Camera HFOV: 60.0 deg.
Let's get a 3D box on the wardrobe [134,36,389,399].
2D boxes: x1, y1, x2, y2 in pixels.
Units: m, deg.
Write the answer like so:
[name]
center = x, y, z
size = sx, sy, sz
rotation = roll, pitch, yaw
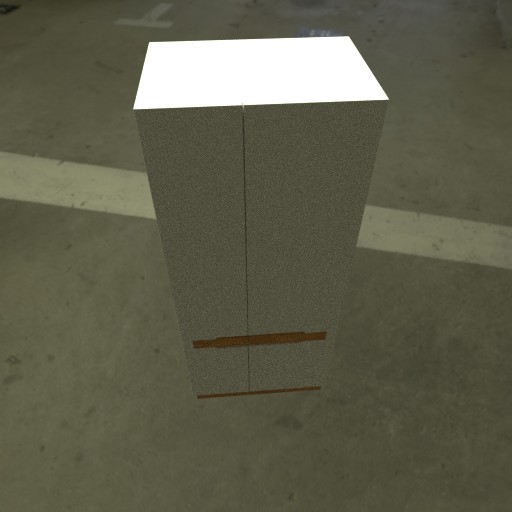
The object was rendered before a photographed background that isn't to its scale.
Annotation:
[wardrobe]
center = 0.000, 0.000, 2.419
size = 0.860, 2.040, 0.600
rotation = -3, 45, -3
